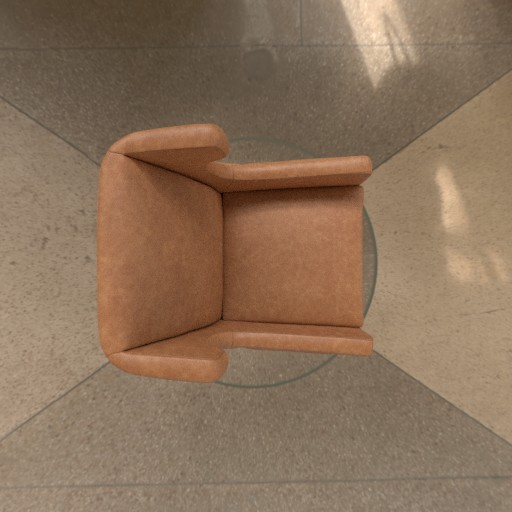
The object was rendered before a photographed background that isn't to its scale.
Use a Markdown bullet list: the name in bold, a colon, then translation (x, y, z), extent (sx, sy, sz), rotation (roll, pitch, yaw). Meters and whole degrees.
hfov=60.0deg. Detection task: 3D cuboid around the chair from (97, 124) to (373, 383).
- **chair**: translation (0.000, 0.000, 1.696), extent (0.899, 1.079, 0.766), rotation (0, 89, 0)
